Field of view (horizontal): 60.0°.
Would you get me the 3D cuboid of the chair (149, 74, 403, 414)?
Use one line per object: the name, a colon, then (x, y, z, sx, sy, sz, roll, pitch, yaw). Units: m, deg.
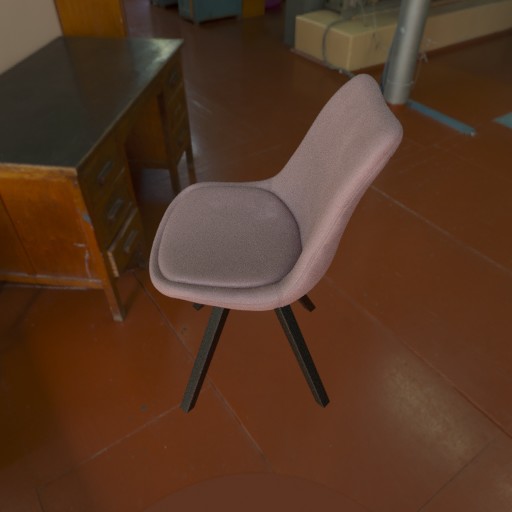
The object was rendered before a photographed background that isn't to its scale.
chair: (0.000, 0.000, 1.187, 0.547, 0.865, 0.483, -1, 42, -1)
